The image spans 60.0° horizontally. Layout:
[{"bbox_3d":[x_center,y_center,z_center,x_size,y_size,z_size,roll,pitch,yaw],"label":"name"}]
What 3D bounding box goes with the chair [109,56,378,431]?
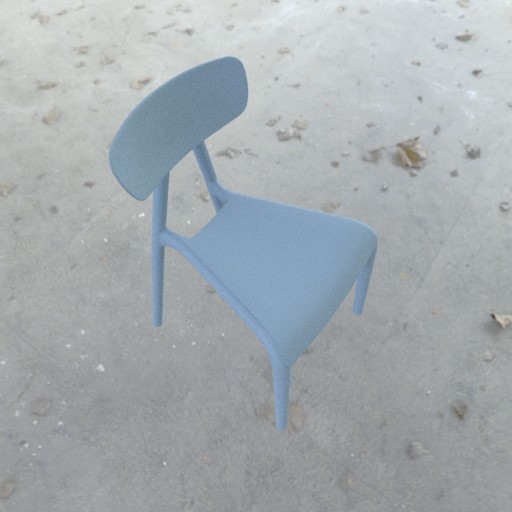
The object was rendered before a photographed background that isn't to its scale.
[{"bbox_3d":[0.000,0.000,0.839,0.401,0.580,0.356,32,63,19],"label":"chair"}]
